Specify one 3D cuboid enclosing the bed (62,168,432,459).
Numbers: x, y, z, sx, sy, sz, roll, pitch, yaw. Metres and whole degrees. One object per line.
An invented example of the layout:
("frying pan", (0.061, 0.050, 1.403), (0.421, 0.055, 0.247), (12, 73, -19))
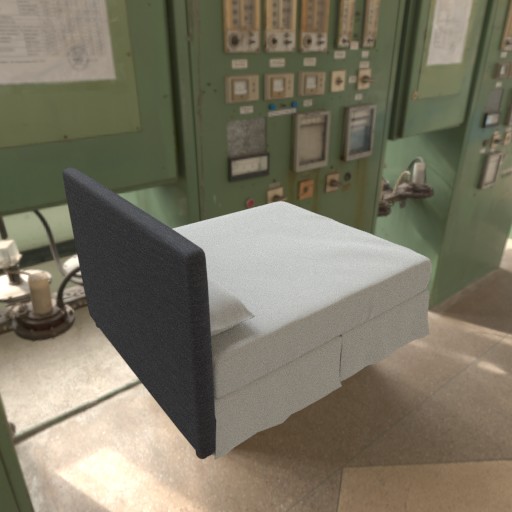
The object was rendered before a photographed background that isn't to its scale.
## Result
("bed", (0.000, 0.000, 3.372), (2.142, 1.330, 1.884), (-18, 31, -33))
